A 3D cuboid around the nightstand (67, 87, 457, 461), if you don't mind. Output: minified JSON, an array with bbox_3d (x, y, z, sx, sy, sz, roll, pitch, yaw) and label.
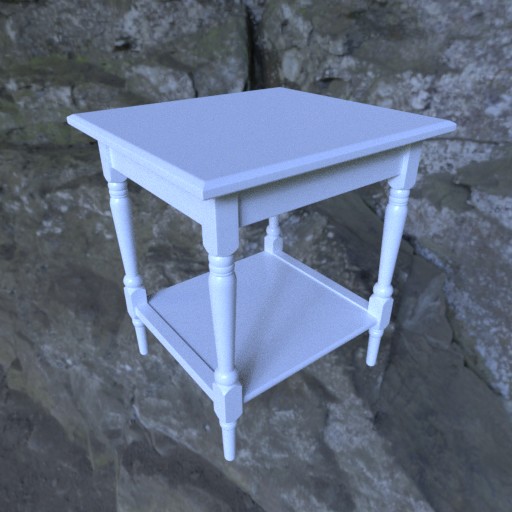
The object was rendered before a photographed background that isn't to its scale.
[{"bbox_3d":[0.000,0.000,0.907,0.505,0.555,0.459,-21,36,-32],"label":"nightstand"}]
